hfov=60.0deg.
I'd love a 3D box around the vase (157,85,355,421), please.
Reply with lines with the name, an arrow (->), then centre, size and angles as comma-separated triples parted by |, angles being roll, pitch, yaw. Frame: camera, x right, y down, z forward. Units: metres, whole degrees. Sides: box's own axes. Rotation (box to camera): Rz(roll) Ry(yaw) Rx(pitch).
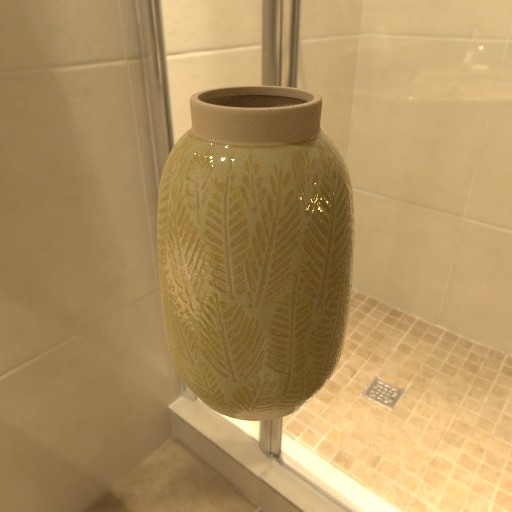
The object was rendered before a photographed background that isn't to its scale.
vase -> 0.000, 0.000, 0.391 | 0.172, 0.270, 0.172 | 0, 30, 0
